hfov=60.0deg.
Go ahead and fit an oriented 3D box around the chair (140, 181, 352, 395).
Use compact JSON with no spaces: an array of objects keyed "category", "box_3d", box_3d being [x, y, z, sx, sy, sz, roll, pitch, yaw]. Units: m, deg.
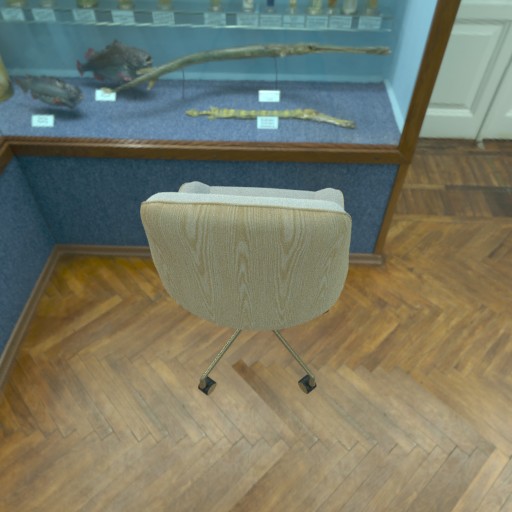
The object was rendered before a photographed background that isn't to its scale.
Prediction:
[{"category":"chair","box_3d":[0.000,0.000,1.361,0.564,0.952,0.668,3,48,3]}]
